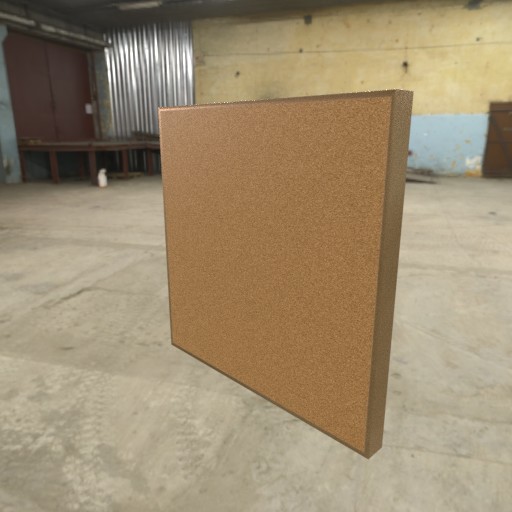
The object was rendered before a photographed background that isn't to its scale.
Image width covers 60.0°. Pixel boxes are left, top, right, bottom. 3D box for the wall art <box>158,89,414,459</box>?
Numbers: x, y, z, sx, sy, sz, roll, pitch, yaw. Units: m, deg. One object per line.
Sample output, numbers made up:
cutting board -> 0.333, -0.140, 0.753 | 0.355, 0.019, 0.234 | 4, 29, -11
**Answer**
wall art -> 0.000, 0.000, 0.772 | 0.038, 0.511, 0.513 | -14, 21, -42
